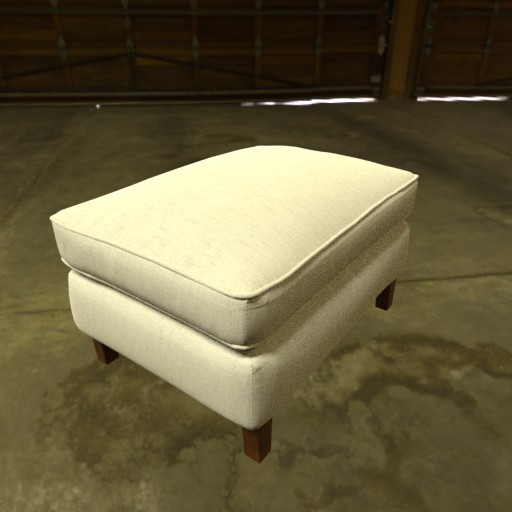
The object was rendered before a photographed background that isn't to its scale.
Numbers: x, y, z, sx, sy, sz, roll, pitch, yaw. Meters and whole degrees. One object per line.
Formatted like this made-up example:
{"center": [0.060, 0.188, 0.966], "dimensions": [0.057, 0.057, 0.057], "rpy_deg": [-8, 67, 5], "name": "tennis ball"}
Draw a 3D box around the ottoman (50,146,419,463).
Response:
{"center": [0.000, 0.000, 0.968], "dimensions": [0.501, 0.406, 0.665], "rpy_deg": [19, 33, 32], "name": "ottoman"}
